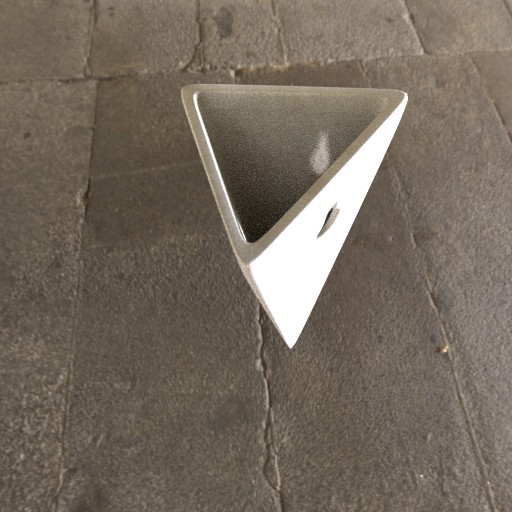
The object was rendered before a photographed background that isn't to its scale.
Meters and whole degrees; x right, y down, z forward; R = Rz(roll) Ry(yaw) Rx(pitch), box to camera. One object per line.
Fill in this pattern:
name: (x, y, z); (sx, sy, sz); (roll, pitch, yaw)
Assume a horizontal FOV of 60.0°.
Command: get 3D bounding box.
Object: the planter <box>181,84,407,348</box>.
planter: (0.000, 0.000, 0.269); (0.081, 0.224, 0.101); (36, 68, 17)
